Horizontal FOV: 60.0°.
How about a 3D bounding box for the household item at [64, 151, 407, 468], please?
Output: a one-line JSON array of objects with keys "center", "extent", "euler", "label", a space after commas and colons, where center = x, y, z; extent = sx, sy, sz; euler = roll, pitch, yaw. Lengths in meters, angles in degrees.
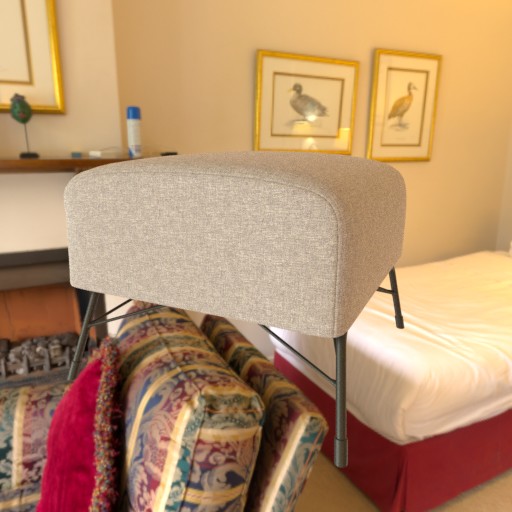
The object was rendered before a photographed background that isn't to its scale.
[{"center": [0.000, 0.000, 0.889], "extent": [0.530, 0.410, 0.530], "euler": [7, 16, 25], "label": "household item"}]
